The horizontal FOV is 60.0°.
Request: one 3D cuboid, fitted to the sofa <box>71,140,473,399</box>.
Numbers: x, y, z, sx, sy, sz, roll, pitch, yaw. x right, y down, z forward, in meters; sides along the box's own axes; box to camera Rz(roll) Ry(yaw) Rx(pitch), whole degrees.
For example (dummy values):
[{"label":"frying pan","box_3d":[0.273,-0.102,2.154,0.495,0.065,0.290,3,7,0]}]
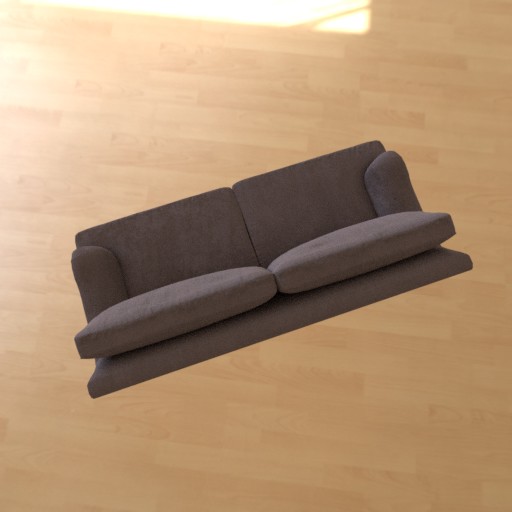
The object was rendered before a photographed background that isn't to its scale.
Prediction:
[{"label":"sofa","box_3d":[0.000,0.000,2.813,2.165,1.087,1.086,-18,76,-5]}]
